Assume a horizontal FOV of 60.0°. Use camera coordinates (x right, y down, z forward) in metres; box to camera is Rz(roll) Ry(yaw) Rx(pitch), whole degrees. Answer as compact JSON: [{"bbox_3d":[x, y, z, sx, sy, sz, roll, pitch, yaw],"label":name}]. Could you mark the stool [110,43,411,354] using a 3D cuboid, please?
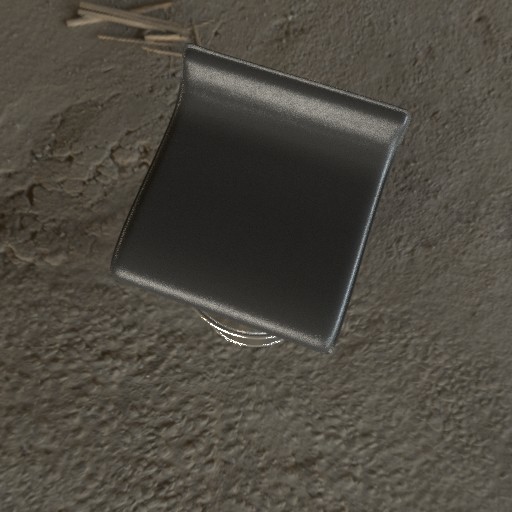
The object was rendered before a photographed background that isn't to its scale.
[{"bbox_3d":[0.000,0.000,1.051,0.381,0.851,0.381,19,76,5],"label":"stool"}]
